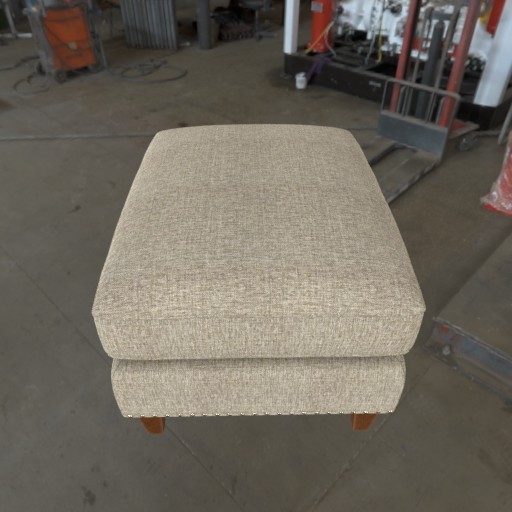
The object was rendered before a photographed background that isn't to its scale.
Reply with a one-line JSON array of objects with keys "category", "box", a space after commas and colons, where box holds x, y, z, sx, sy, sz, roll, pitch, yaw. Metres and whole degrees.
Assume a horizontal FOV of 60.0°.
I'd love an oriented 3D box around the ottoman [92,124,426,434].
[{"category": "ottoman", "box": [0.000, 0.000, 1.129, 0.584, 0.513, 0.741, -1, 40, -1]}]
